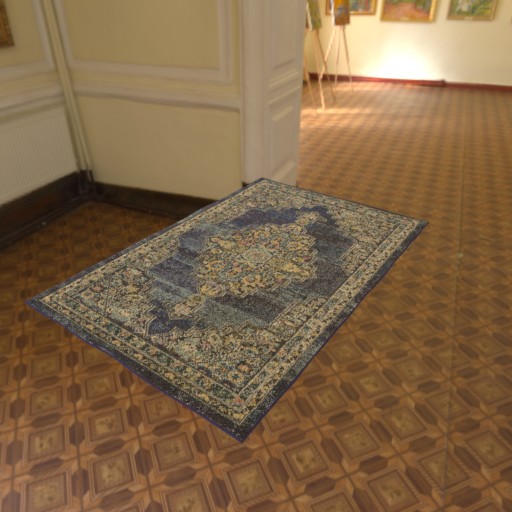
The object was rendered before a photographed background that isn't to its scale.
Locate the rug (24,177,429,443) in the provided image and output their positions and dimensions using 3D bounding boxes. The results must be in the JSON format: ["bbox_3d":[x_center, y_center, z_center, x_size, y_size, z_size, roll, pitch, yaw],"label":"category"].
[{"bbox_3d":[0.000,0.000,2.225,1.184,0.012,1.781,21,37,30],"label":"rug"}]
